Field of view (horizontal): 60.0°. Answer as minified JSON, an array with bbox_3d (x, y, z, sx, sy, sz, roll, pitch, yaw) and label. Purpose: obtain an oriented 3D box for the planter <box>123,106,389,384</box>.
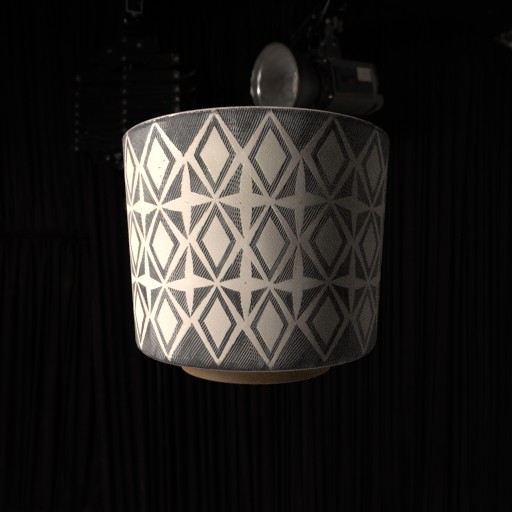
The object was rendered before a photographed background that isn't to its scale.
[{"bbox_3d":[0.000,0.000,0.452,0.260,0.220,0.260,0,0,0],"label":"planter"}]
